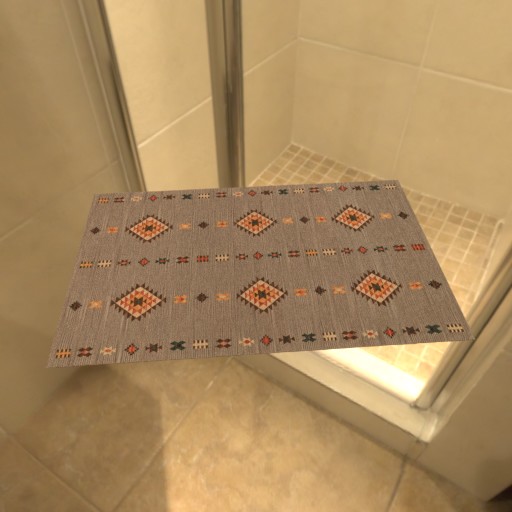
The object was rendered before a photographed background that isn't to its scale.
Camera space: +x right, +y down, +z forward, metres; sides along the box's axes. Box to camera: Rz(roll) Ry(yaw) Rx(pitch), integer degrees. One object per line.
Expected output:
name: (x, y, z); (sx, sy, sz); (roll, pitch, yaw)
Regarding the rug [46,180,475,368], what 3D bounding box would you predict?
rug: (0.000, 0.000, 3.014); (2.427, 0.007, 1.515); (-3, 47, -3)
